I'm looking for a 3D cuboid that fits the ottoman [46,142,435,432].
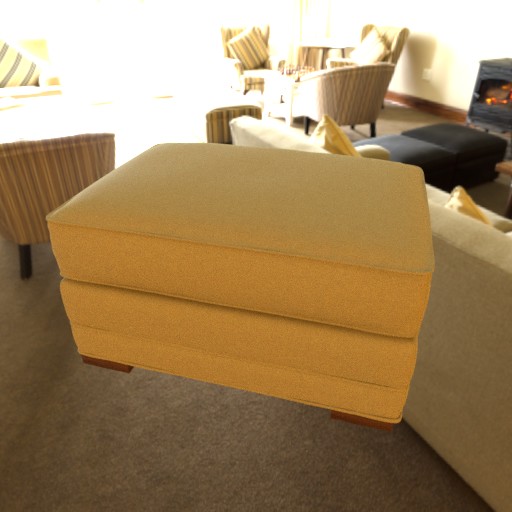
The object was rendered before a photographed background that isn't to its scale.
[{"bbox_3d":[0.000,0.000,1.213,0.848,0.482,0.611,8,32,13],"label":"ottoman"}]
